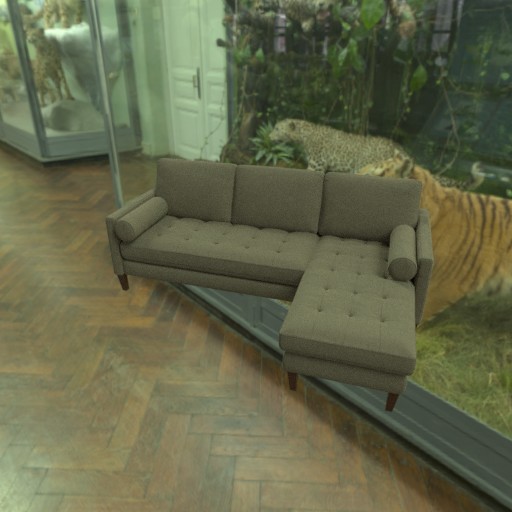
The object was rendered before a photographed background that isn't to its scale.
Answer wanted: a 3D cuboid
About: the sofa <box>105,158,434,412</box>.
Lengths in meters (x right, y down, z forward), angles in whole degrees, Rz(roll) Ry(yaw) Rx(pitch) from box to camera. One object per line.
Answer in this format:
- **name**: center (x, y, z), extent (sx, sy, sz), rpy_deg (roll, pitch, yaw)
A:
- **sofa**: center (0.000, 0.000, 2.941), extent (2.178, 0.875, 1.506), rpy_deg (8, 28, 15)
